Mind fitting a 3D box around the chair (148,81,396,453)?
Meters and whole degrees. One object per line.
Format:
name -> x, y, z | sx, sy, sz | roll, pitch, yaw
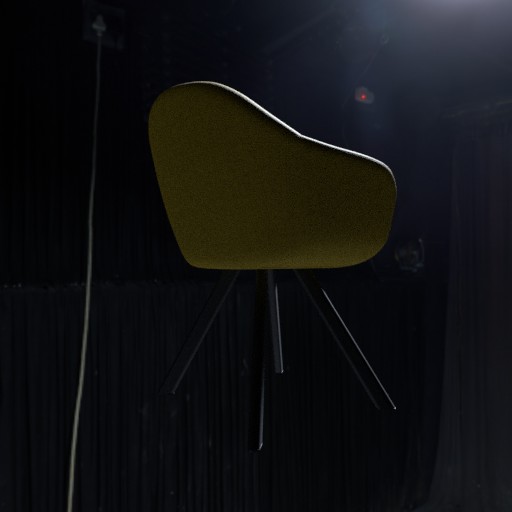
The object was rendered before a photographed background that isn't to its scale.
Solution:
chair -> 0.000, 0.000, 1.195 | 0.550, 0.795, 0.590 | 0, 0, -35
